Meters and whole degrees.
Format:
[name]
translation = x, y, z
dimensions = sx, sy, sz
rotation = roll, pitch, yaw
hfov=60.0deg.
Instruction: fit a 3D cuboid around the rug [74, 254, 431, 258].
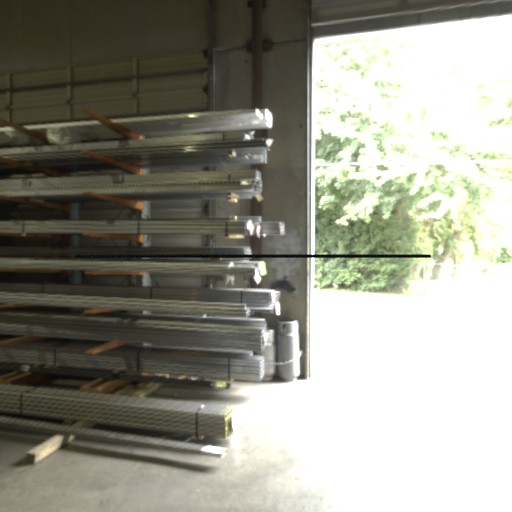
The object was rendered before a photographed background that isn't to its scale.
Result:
[rug]
translation = 0.000, 0.000, 3.087
dimensions = 1.530, 0.015, 2.449
rotation = 0, 0, 1
